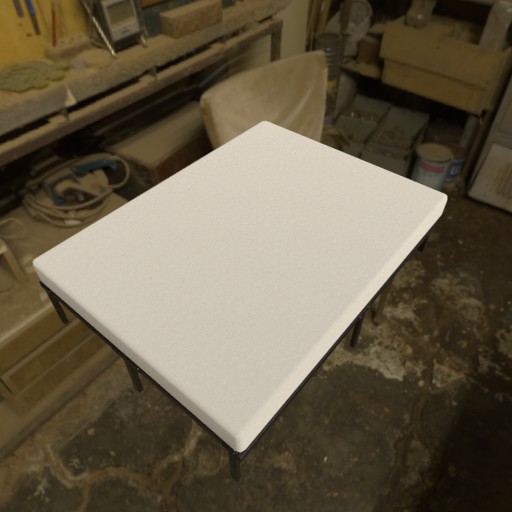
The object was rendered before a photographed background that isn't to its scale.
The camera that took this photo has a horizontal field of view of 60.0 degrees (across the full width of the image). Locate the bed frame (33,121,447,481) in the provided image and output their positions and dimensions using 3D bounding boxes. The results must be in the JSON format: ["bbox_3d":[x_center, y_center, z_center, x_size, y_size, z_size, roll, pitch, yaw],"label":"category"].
[{"bbox_3d":[0.000,0.000,3.607,1.990,0.680,2.635,31,53,27],"label":"bed frame"}]
